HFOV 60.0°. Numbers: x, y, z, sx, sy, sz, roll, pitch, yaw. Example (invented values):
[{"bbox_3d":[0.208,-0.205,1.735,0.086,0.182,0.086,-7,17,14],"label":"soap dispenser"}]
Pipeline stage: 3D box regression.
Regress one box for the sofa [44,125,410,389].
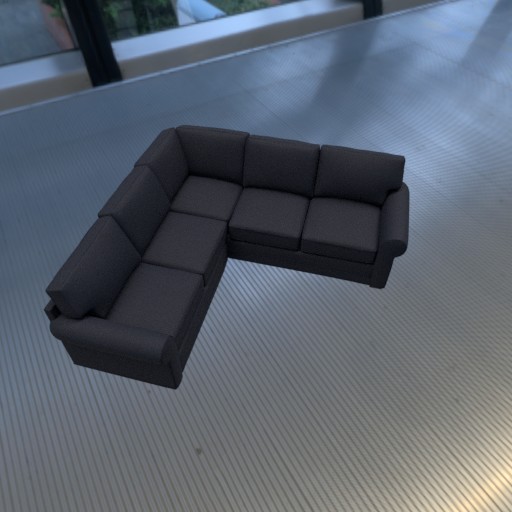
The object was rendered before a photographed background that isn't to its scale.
[{"bbox_3d":[0.000,0.000,3.917,2.562,1.042,2.487,10,47,10],"label":"sofa"}]
